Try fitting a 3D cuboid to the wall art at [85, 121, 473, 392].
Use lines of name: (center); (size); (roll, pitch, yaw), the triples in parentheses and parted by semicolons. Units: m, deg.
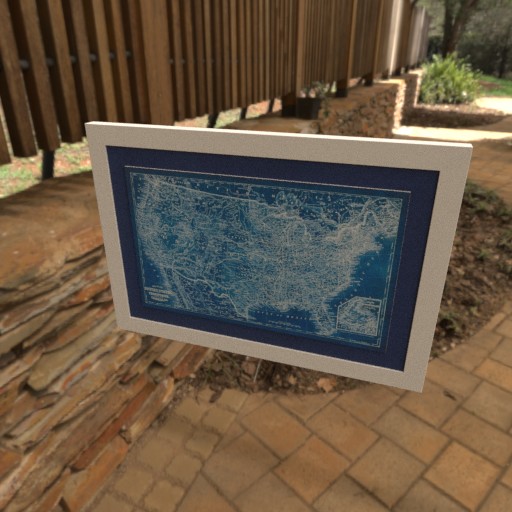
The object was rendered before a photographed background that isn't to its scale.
wall art: (0.000, 0.000, 1.654); (1.308, 0.902, 0.051); (8, 27, 17)
